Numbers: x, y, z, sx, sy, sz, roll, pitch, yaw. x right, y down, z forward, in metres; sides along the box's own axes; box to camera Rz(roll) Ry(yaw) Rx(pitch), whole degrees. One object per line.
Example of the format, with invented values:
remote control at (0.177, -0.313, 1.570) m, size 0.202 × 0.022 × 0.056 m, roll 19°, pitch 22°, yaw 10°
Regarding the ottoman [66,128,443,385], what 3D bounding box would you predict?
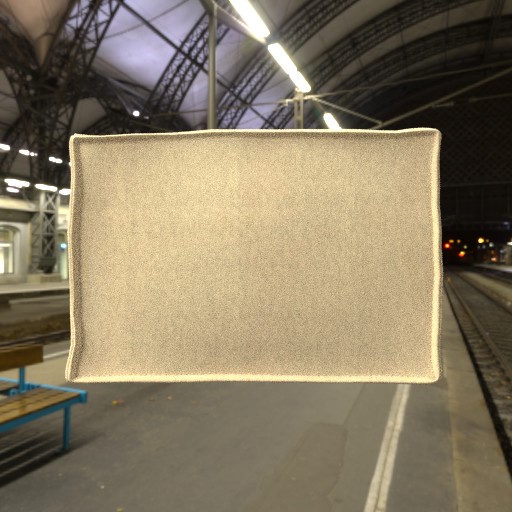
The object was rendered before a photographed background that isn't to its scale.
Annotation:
ottoman at (0.000, 0.000, 1.116) m, size 0.707 × 0.470 × 0.696 m, roll 0°, pitch 0°, yaw 1°
